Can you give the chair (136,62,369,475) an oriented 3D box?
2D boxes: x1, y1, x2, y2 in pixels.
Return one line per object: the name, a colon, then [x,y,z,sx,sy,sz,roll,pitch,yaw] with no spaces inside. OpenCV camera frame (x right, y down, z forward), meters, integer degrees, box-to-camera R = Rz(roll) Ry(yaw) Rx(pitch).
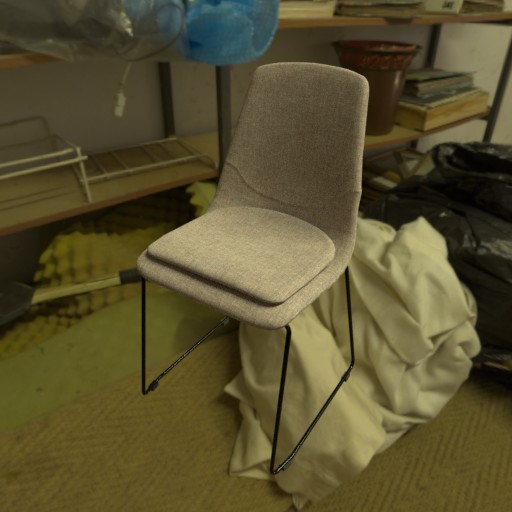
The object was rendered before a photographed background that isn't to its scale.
chair: [0.000,0.000,1.134,0.479,0.858,0.518,19,36,29]
